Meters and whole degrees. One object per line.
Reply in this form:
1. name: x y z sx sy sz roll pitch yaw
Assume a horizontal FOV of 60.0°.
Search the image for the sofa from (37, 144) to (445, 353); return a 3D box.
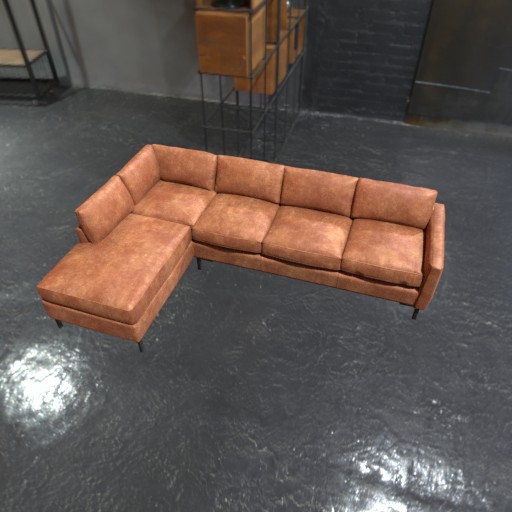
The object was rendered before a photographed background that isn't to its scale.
1. sofa: 0.000 0.000 3.798 2.984 0.877 1.938 12 43 14
